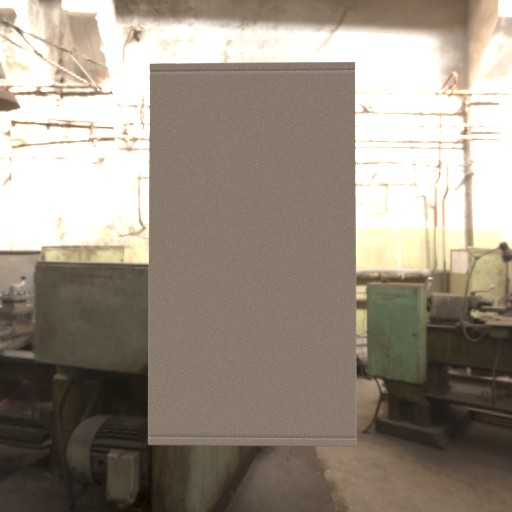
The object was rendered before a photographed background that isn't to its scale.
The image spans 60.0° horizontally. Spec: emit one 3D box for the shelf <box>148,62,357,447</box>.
[{"bbox_3d":[0.000,0.000,1.291,0.396,0.732,0.895,0,-1,1],"label":"shelf"}]
